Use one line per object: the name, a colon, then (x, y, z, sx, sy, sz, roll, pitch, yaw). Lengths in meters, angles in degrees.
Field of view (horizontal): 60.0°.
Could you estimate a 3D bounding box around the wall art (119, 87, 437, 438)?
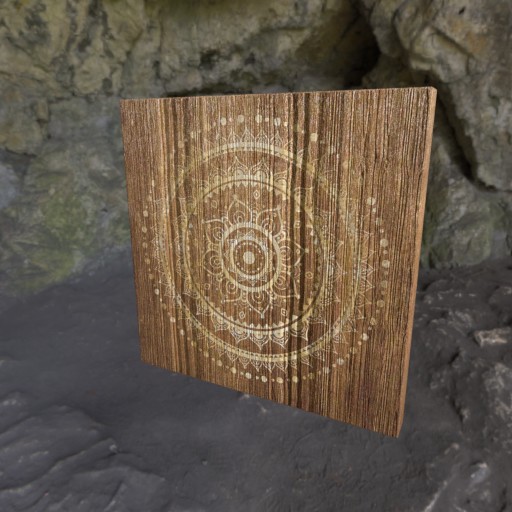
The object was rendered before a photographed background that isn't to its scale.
wall art: (0.000, 0.000, 0.590, 0.406, 0.403, 0.039, 8, 18, 26)
